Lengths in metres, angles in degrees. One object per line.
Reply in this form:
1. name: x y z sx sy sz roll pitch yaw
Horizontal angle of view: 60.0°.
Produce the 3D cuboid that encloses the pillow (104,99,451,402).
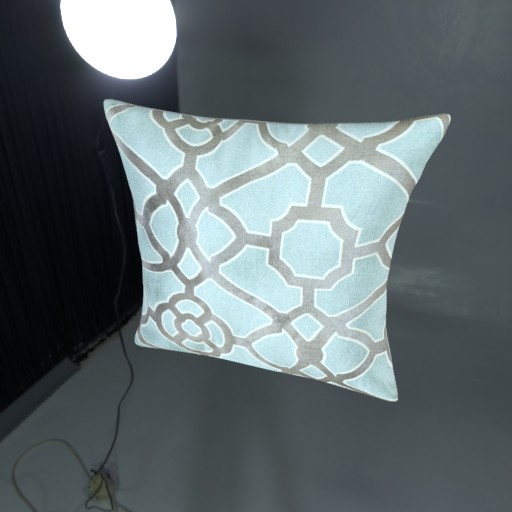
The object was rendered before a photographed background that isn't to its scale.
1. pillow: 0.000 0.000 0.784 0.552 0.508 0.166 8 28 16
